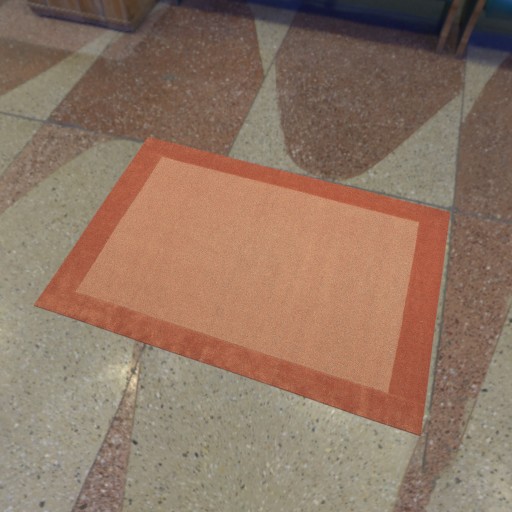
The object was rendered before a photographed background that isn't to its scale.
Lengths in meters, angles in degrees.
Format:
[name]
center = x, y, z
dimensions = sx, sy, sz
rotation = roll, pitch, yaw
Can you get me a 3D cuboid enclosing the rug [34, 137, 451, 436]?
[rug]
center = 0.000, 0.000, 2.270
dimensions = 1.829, 0.014, 1.219
rotation = 16, 59, 10
